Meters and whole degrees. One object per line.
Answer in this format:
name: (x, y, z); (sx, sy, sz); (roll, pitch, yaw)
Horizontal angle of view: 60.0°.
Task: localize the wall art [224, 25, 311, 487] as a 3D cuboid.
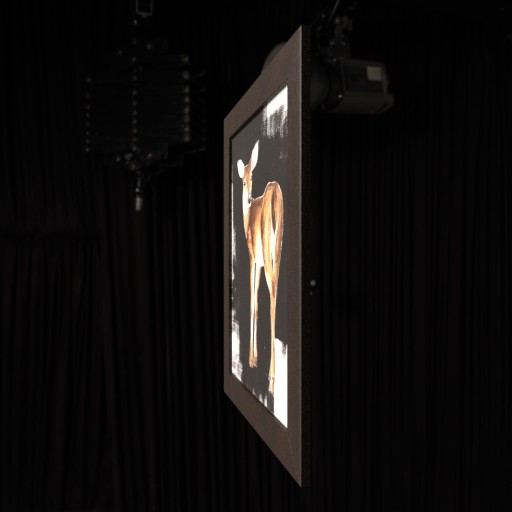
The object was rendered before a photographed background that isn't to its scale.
wall art: (0.000, 0.000, 0.659); (0.013, 0.508, 0.359); (0, 0, -18)
